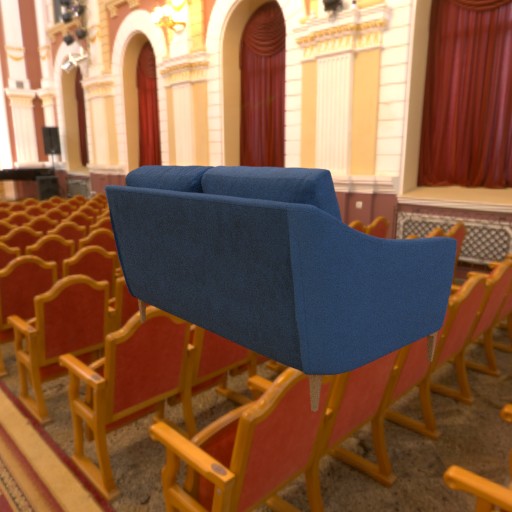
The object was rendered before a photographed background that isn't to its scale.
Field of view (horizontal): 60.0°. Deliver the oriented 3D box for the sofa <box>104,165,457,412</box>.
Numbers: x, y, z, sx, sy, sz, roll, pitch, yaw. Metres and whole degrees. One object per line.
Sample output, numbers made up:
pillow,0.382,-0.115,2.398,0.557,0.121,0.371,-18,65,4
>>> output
sofa,0.000,0.000,2.235,0.960,0.902,1.619,-12,17,-43
